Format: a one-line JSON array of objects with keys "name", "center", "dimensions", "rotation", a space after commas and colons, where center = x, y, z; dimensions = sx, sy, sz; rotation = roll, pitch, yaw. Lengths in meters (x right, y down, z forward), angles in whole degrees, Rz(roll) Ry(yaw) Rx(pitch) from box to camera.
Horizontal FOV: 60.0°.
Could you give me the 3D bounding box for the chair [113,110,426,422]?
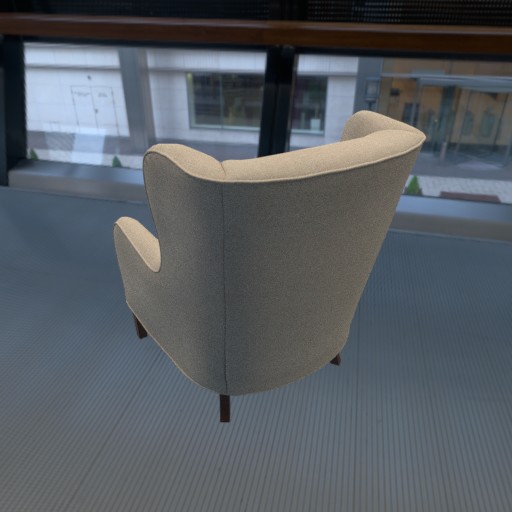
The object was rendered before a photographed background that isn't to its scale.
[{"name": "chair", "center": [0.000, 0.000, 1.694], "dimensions": [0.838, 1.040, 0.966], "rotation": [-18, 34, -28]}]
